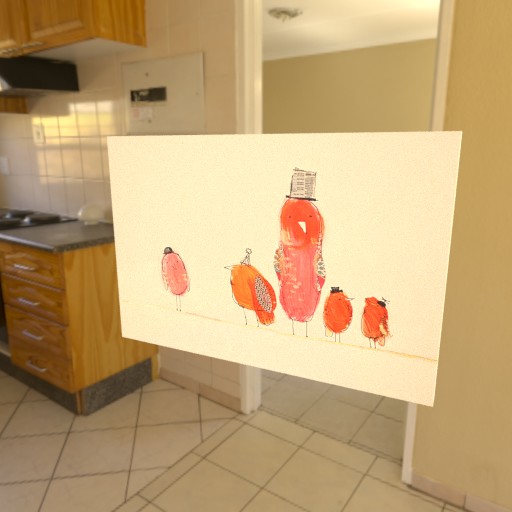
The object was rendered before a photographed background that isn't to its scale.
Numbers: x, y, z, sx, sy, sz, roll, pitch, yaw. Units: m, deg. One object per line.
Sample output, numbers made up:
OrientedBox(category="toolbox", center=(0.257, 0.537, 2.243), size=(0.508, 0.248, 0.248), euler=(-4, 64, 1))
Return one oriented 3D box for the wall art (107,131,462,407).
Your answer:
OrientedBox(category="wall art", center=(0.000, 0.000, 1.151), size=(0.914, 0.609, 0.038), euler=(6, 15, 25))
